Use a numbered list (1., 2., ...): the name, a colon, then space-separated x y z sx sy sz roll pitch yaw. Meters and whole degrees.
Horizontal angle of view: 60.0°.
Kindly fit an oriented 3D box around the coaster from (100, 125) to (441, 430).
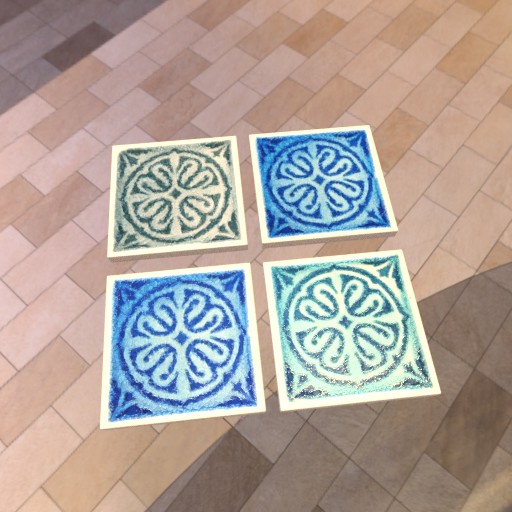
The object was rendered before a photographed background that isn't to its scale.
1. coaster: 0.000 0.000 0.325 0.214 0.010 0.219 -5 65 -3
